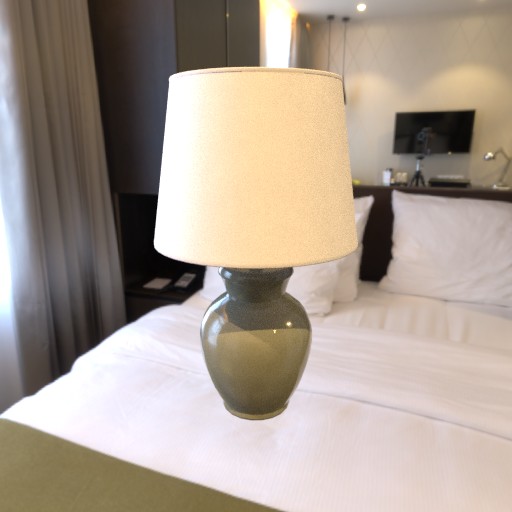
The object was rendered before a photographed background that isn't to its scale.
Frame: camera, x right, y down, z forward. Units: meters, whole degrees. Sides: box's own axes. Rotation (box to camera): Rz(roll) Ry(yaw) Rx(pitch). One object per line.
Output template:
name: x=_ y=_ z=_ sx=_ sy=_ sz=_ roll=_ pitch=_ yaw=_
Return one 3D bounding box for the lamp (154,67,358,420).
lamp: x=0.000 y=0.000 z=0.538 sx=0.239 sy=0.399 sz=0.239 roll=0 pitch=15 yaw=0
